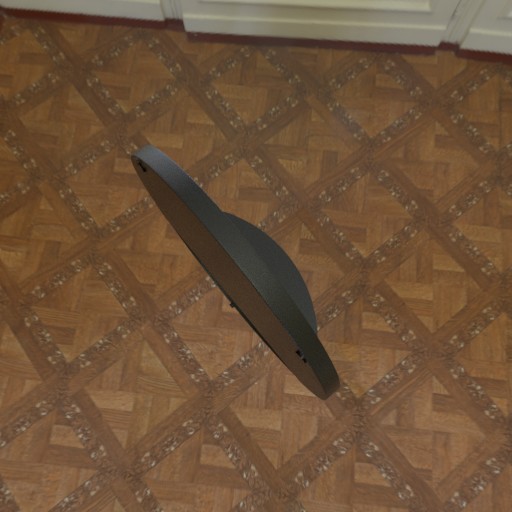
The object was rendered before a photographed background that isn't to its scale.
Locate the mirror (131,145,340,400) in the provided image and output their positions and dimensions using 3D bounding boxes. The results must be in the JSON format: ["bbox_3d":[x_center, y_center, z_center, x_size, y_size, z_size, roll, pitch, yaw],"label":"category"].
[{"bbox_3d":[0.000,0.000,0.697,0.133,0.457,0.457,-38,78,-10],"label":"mirror"}]
